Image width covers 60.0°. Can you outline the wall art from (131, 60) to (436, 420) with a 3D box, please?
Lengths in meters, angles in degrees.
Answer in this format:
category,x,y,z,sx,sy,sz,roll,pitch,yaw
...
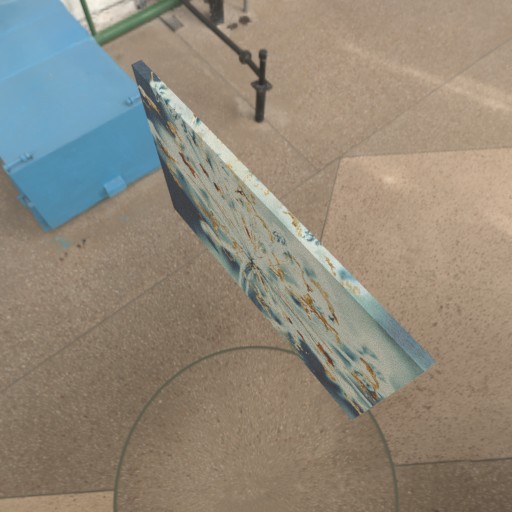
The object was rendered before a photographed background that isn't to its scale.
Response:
category,x,y,z,sx,sy,sz,roll,pitch,yaw
wall art,0.000,0.000,1.438,0.035,0.759,1.138,-35,68,-16
